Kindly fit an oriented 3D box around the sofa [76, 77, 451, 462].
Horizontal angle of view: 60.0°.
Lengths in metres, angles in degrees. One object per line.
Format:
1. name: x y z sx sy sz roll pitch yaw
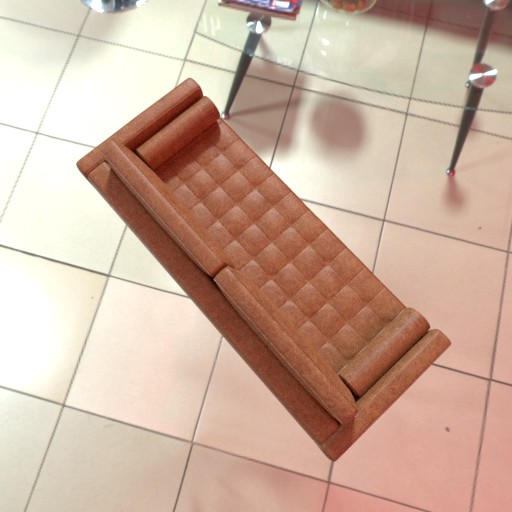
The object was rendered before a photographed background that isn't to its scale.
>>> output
1. sofa: 0.000 0.000 2.658 0.919 0.770 2.200 -41 80 -9
